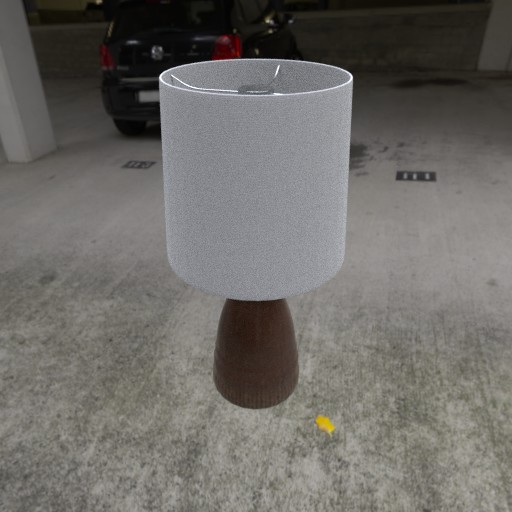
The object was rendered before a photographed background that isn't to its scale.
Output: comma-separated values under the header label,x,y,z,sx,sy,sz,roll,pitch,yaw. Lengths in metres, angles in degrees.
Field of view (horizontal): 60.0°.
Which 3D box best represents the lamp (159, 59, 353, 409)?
label,x,y,z,sx,sy,sz,roll,pitch,yaw
lamp,0.000,0.000,0.479,0.186,0.369,0.186,0,32,0
